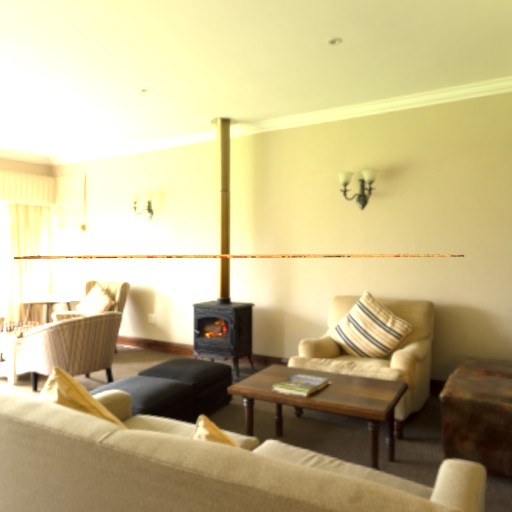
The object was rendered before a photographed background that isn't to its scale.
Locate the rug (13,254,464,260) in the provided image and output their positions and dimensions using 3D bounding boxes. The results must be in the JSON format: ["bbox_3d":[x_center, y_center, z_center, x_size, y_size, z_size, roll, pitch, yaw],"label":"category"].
[{"bbox_3d":[0.000,0.000,2.888,2.682,0.015,0.763,0,1,-18],"label":"rug"}]
